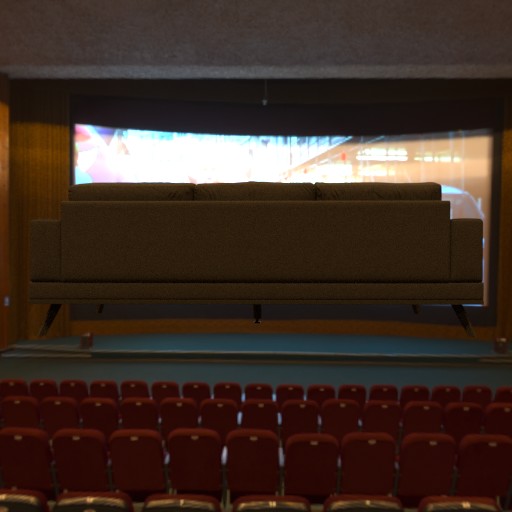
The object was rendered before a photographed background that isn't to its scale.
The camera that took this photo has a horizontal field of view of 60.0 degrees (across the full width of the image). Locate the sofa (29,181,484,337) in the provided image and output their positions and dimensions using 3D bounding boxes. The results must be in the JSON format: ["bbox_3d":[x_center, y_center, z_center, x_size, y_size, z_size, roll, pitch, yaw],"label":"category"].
[{"bbox_3d":[0.000,0.000,2.680,2.310,0.810,0.920,0,1,1],"label":"sofa"}]
